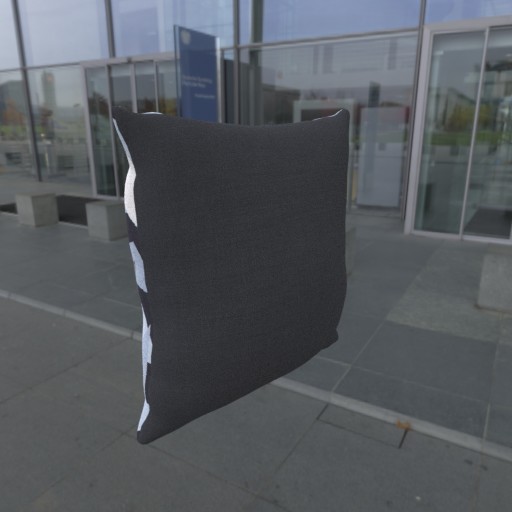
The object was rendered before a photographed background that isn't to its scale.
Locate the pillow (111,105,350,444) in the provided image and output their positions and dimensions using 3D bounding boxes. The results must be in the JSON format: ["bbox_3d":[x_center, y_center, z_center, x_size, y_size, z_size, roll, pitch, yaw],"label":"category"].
[{"bbox_3d":[0.000,0.000,0.771,0.503,0.496,0.208,-15,22,-42],"label":"pillow"}]
